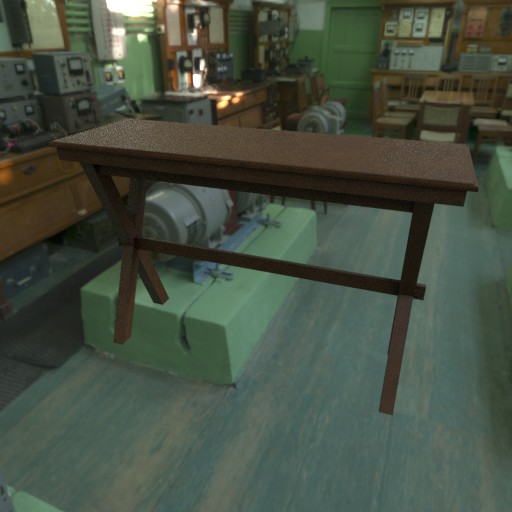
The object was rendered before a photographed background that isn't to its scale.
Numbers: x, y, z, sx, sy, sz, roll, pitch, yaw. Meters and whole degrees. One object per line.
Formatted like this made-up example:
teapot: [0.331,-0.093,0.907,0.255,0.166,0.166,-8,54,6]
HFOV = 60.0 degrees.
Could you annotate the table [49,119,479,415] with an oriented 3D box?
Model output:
table: [0.000,0.000,1.502,1.197,0.763,0.399,10,29,18]
